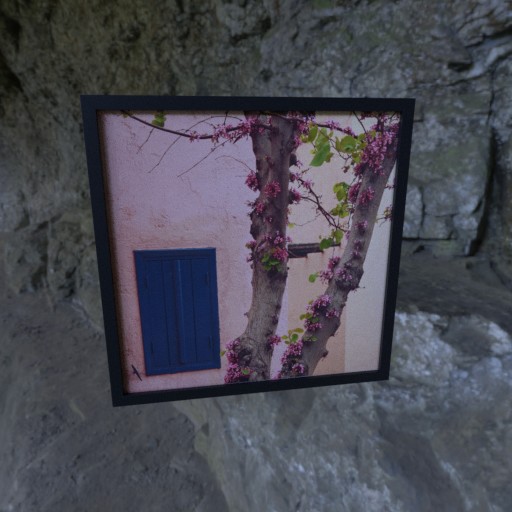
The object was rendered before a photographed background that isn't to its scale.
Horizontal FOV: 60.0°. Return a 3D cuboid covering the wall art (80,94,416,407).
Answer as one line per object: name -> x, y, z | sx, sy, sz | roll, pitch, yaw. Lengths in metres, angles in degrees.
wall art -> 0.000, 0.000, 0.752 | 0.508, 0.508, 0.038 | -3, 17, -9
